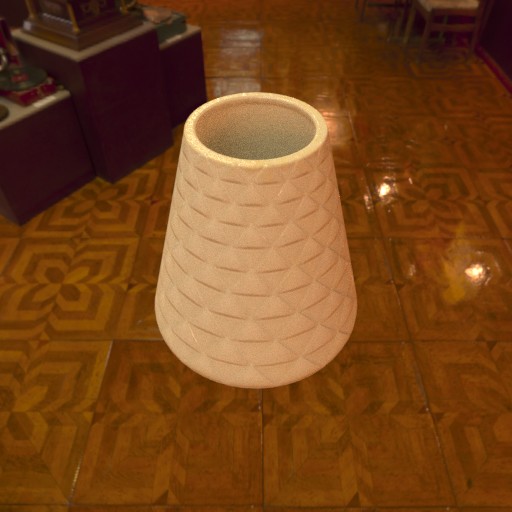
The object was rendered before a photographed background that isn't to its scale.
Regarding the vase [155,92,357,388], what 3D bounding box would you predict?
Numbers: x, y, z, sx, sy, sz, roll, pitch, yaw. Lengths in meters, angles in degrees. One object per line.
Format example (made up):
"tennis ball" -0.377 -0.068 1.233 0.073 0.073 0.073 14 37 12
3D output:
"vase" 0.000 0.000 0.354 0.175 0.230 0.175 0 46 0
